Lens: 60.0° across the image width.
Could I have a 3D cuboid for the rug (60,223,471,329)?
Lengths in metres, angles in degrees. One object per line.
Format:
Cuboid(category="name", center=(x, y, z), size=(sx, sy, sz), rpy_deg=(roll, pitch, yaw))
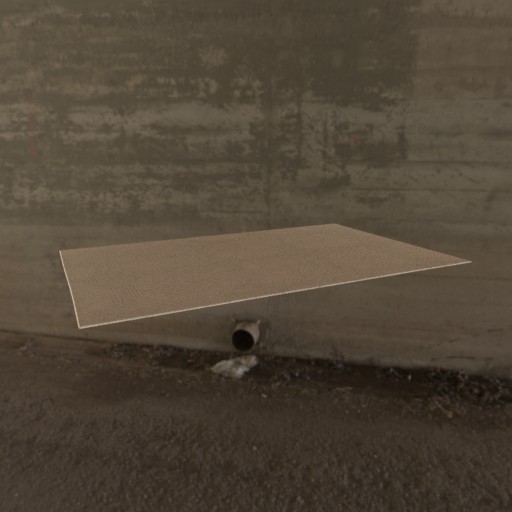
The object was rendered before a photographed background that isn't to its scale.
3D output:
Cuboid(category="rug", center=(0.000, 0.000, 3.083), size=(2.440, 0.008, 1.524), rpy_deg=(-7, 16, -25))
